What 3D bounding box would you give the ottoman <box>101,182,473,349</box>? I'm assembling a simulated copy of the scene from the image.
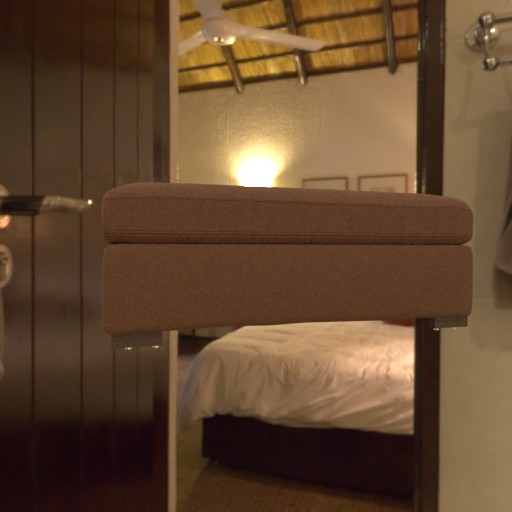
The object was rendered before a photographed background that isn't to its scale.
[{"bbox_3d":[0.000,0.000,1.841,1.181,0.470,1.181,0,1,-17],"label":"ottoman"}]
